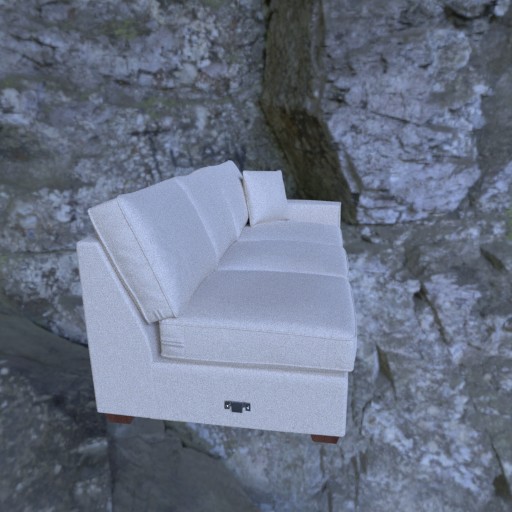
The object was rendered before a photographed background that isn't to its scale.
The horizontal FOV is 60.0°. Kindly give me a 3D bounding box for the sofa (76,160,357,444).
[{"bbox_3d":[0.000,0.000,2.512,1.034,0.946,1.963,2,16,9],"label":"sofa"}]
